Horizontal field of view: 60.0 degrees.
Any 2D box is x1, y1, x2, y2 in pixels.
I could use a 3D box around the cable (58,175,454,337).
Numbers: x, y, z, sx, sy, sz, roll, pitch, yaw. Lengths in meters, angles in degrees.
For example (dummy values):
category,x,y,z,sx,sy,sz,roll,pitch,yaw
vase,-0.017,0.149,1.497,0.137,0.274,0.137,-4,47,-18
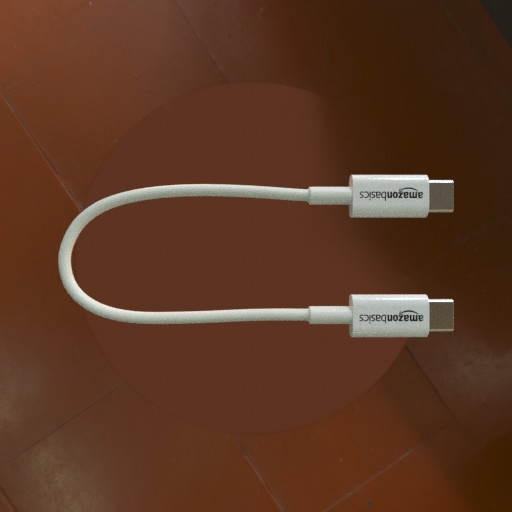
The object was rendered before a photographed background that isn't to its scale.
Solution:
category,x,y,z,sx,sy,sz,roll,pitch,yaw
cable,0.000,0.000,0.111,0.098,0.005,0.041,0,90,0
